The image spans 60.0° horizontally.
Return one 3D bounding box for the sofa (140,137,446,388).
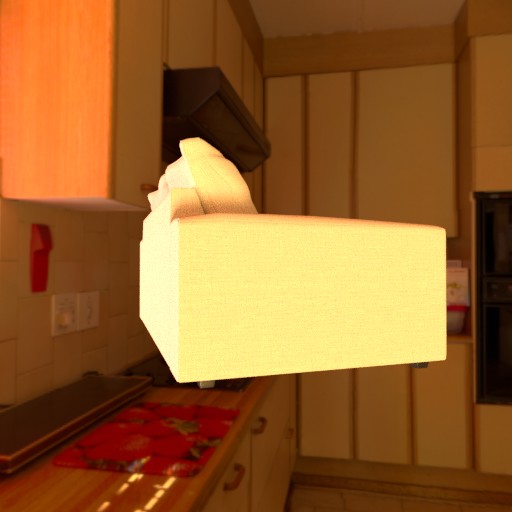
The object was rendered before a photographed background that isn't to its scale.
[{"bbox_3d":[0.000,0.000,2.371,1.091,0.875,1.754,0,-1,-18],"label":"sofa"}]
